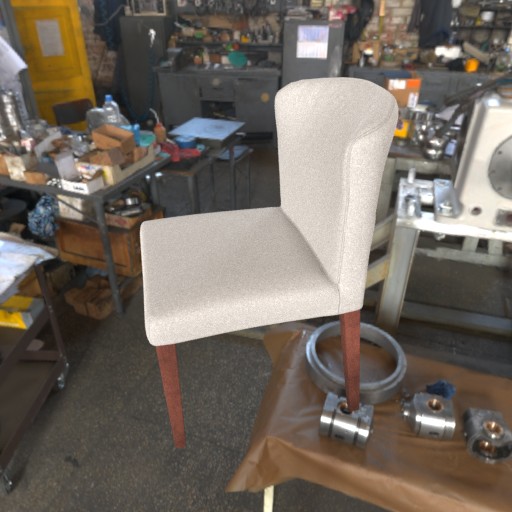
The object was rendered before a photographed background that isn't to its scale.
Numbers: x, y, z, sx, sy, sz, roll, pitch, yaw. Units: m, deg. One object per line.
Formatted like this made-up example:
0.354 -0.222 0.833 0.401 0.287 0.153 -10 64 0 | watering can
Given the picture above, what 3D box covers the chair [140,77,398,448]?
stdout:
0.000 0.000 1.169 0.592 0.839 0.491 -8 32 -12 | chair
